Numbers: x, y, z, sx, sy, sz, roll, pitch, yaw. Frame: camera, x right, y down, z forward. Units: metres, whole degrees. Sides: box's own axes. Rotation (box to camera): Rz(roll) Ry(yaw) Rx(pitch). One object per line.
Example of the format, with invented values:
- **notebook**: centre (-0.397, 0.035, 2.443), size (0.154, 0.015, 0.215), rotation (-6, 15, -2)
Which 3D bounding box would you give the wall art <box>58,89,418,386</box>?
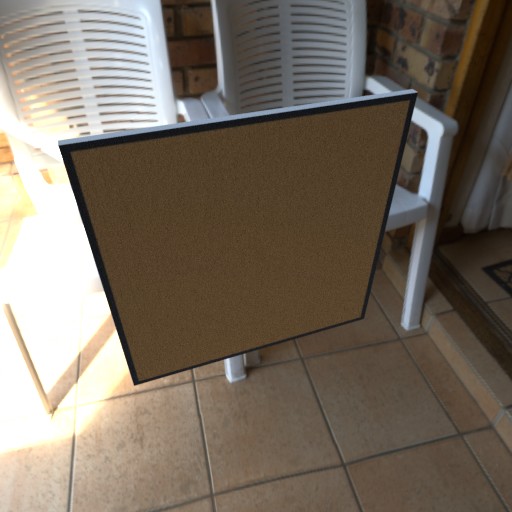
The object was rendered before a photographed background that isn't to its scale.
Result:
- **wall art**: centre (0.000, 0.000, 1.212), size (0.805, 0.803, 0.022), rotation (-13, 42, -15)
